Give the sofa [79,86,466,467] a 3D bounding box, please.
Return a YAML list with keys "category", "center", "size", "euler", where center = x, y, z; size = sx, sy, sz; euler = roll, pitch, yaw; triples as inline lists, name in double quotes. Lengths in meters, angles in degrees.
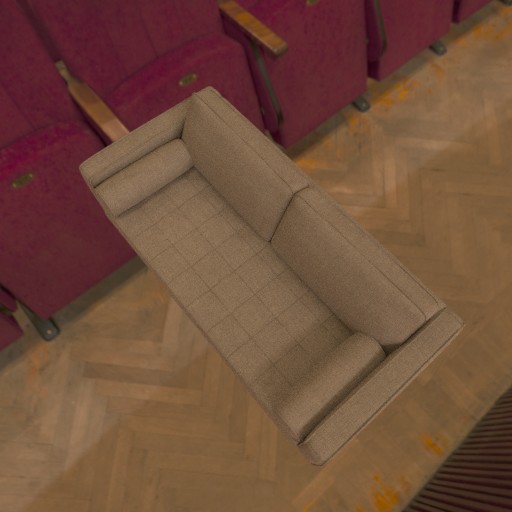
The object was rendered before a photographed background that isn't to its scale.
- category: "sofa"
  center: [0.000, 0.000, 2.300]
  size: [0.914, 0.762, 1.879]
  euler: [-38, 71, -16]
